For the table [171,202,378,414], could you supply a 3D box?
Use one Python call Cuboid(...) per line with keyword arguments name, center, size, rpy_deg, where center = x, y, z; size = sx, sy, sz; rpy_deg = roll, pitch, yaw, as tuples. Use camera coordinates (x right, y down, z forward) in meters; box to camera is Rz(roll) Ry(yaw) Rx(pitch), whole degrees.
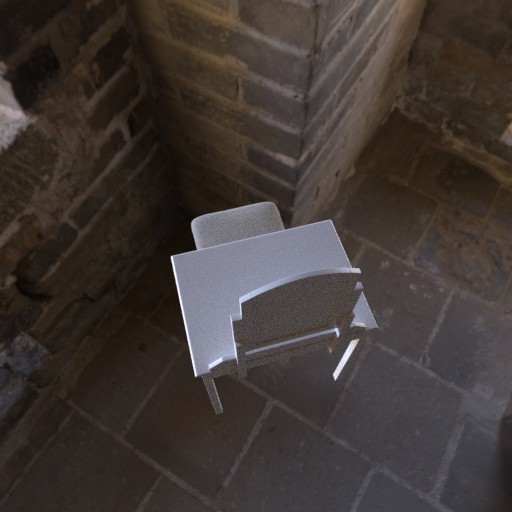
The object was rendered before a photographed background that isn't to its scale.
Cuboid(name="table", center=(0.000, 0.000, 2.389), size=(0.876, 1.631, 1.211), rpy_deg=(-13, 61, -8))
